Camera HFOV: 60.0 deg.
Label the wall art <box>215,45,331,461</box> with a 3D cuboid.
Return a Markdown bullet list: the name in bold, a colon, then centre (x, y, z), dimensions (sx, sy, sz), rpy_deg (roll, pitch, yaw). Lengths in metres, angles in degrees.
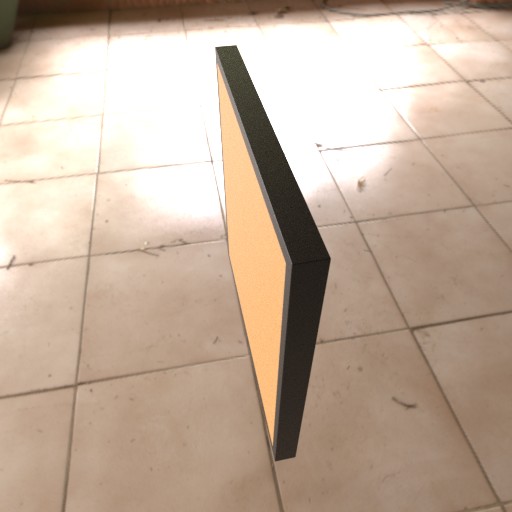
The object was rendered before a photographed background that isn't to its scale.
- **wall art**: centre (0.000, 0.000, 0.758), dimensions (0.037, 0.506, 0.506), rpy_deg (-8, 47, -8)
